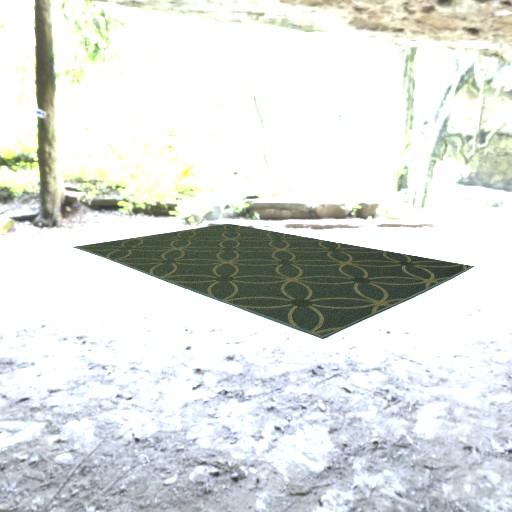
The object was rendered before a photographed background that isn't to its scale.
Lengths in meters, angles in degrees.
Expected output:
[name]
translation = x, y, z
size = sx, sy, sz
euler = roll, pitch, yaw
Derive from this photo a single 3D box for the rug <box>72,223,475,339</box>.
[rug]
translation = 0.000, 0.000, 2.960
size = 1.522, 0.008, 2.284
euler = -13, 19, -43
